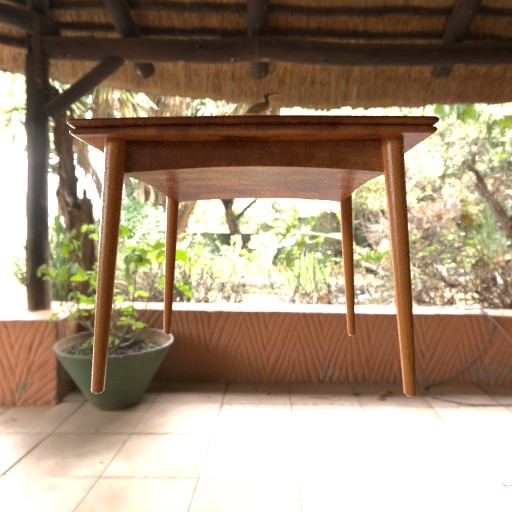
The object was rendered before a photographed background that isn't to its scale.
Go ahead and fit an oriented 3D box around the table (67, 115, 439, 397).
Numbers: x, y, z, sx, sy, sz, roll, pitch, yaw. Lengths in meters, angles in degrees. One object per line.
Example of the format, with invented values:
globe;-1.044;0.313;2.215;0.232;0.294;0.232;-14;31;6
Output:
table;0.000;0.000;1.648;0.991;0.754;0.991;0;1;2
